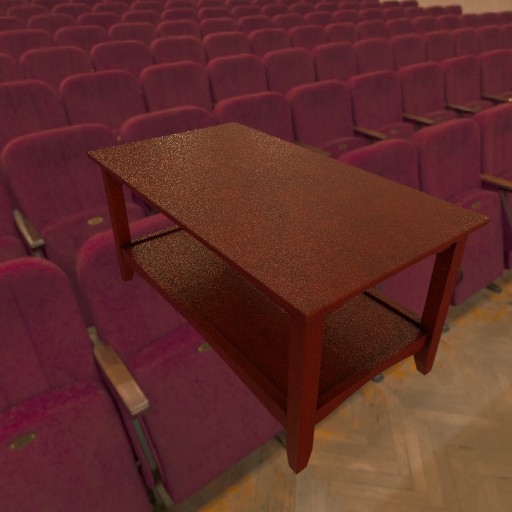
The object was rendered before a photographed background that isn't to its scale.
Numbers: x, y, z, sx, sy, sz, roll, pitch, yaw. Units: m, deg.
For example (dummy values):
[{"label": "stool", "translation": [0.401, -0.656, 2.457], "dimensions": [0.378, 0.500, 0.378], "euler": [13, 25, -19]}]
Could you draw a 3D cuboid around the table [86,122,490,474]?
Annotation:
[{"label": "table", "translation": [0.000, 0.000, 1.238], "dimensions": [0.533, 0.456, 0.943], "euler": [-22, 38, -31]}]
